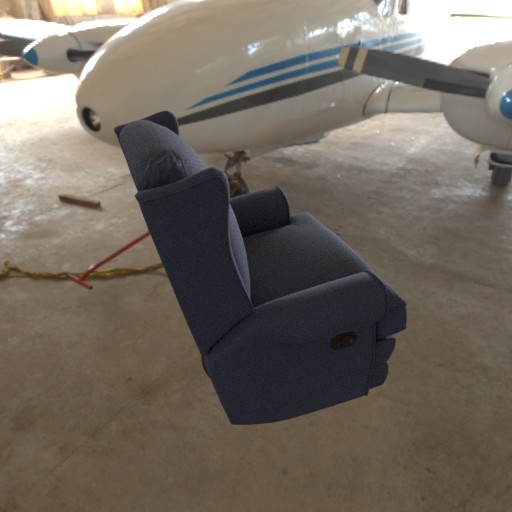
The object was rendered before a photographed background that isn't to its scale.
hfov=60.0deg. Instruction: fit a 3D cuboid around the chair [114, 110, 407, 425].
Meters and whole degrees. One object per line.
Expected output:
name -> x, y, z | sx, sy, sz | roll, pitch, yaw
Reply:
chair -> 0.000, 0.000, 1.720 | 0.877, 1.020, 0.971 | -10, 32, -17
